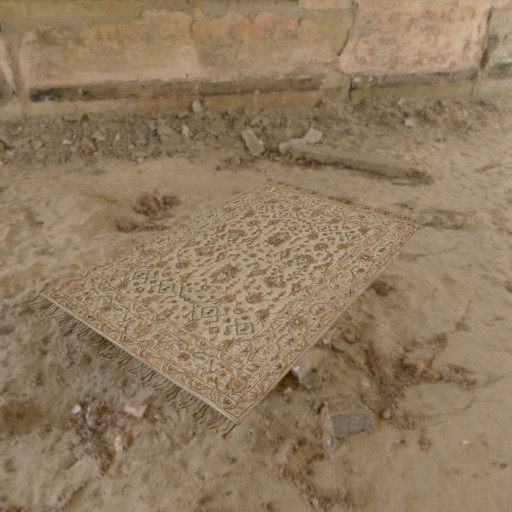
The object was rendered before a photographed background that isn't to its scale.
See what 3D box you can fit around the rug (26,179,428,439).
[{"bbox_3d":[0.000,0.000,3.008,1.529,0.027,2.434,22,38,31],"label":"rug"}]
